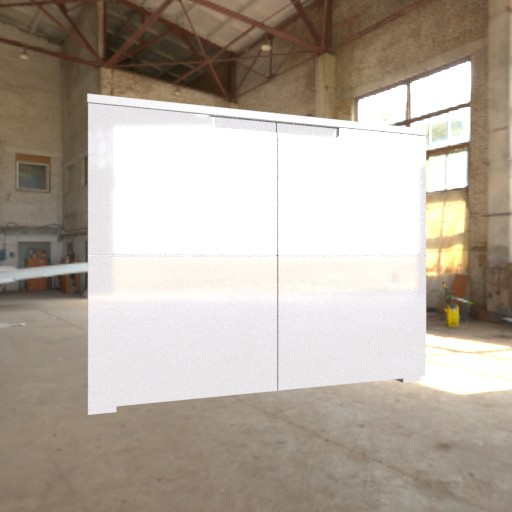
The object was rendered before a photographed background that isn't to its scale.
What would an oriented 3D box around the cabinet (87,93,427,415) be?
[{"bbox_3d":[0.000,0.000,1.433,1.000,0.800,0.400,0,0,-18],"label":"cabinet"}]
